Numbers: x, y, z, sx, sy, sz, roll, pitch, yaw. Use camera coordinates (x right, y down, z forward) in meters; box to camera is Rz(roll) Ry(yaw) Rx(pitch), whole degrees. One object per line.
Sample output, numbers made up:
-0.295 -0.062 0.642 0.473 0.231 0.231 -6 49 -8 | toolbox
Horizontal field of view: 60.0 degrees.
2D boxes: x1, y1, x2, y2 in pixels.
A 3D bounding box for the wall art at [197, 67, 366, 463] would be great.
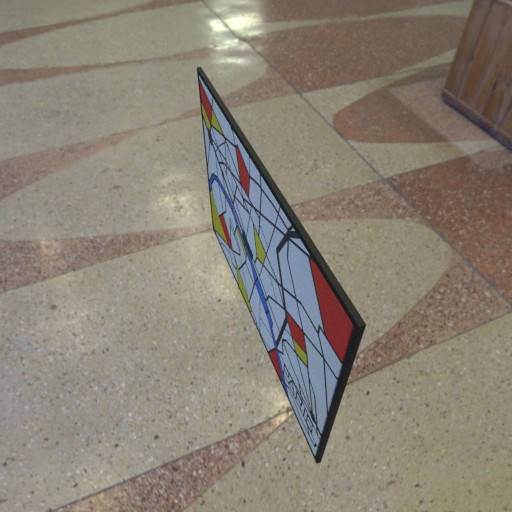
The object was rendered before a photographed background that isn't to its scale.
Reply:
0.000 0.000 1.250 0.013 0.665 0.963 -15 50 -14 | wall art
